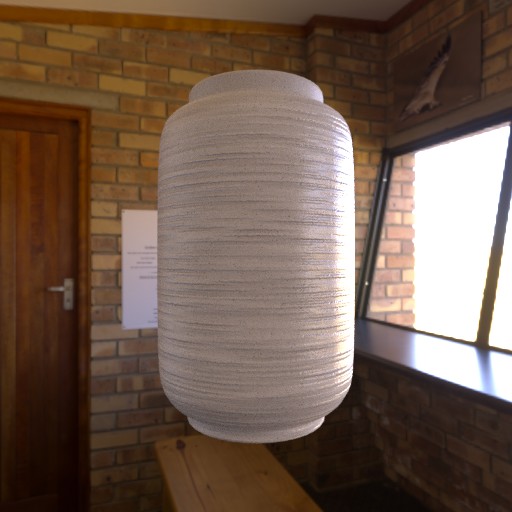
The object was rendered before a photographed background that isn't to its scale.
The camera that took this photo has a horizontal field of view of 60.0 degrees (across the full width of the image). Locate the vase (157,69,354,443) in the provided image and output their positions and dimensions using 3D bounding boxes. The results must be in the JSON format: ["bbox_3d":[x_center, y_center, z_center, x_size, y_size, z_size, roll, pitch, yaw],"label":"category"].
[{"bbox_3d":[0.000,0.000,0.465,0.202,0.335,0.202,0,0,0],"label":"vase"}]
